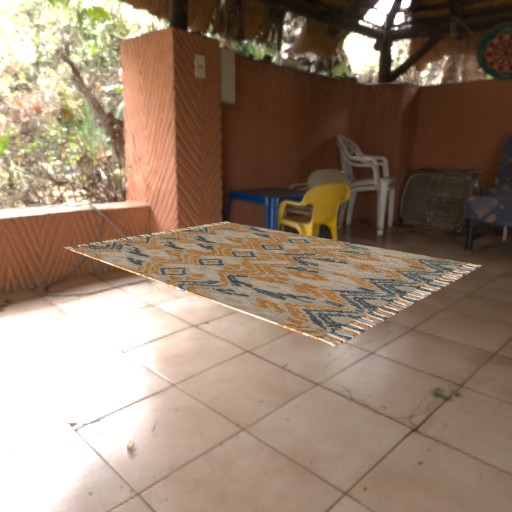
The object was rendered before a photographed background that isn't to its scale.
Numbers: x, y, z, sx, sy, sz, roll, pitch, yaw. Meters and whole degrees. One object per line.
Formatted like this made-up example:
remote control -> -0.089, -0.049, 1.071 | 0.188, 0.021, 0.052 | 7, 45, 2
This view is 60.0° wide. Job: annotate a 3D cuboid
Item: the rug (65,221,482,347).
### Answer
rug -> 0.000, 0.000, 2.302 | 1.827, 0.008, 1.230 | 13, 19, 42
